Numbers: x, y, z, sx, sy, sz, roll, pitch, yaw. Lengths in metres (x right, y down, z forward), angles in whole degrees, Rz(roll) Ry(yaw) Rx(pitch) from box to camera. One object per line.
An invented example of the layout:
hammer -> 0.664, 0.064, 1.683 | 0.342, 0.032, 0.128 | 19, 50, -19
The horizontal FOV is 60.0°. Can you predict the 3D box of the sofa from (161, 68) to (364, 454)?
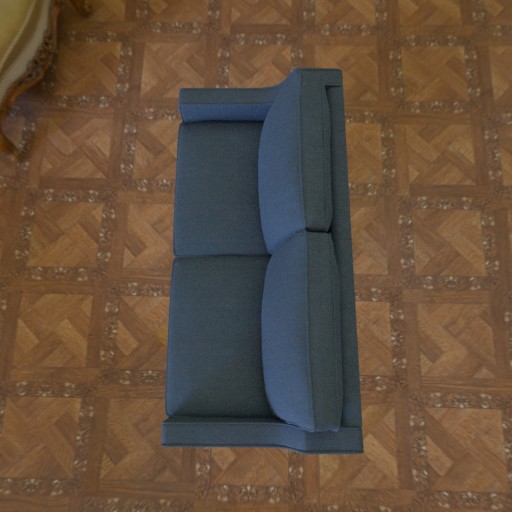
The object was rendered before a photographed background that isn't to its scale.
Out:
sofa -> 0.000, 0.000, 2.774 | 1.066, 1.071, 2.178 | 0, 75, 0
